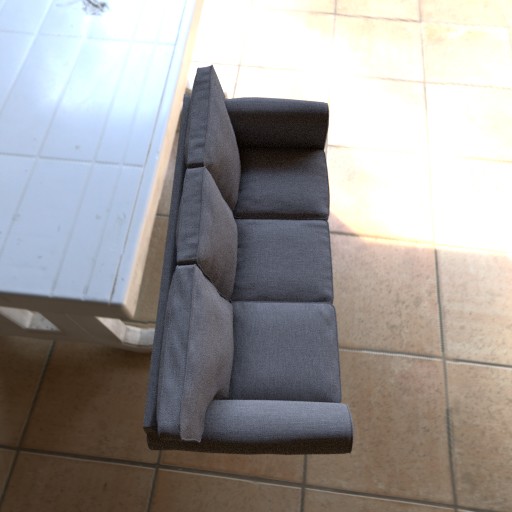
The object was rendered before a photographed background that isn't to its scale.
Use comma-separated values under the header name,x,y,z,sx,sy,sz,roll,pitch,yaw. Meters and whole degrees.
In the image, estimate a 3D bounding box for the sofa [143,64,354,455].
name,x,y,z,sx,sy,sz,roll,pitch,yaw
sofa,0.000,0.000,2.528,0.916,0.961,2.084,1,63,0
